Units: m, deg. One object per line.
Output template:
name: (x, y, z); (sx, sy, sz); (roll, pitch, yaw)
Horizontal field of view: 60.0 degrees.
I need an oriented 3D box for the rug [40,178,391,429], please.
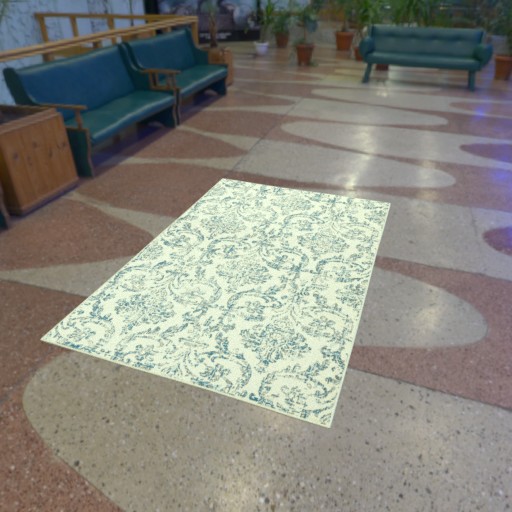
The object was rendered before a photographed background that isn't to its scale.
rug: (0.000, 0.000, 3.552); (1.819, 0.018, 2.746); (11, 34, 17)
